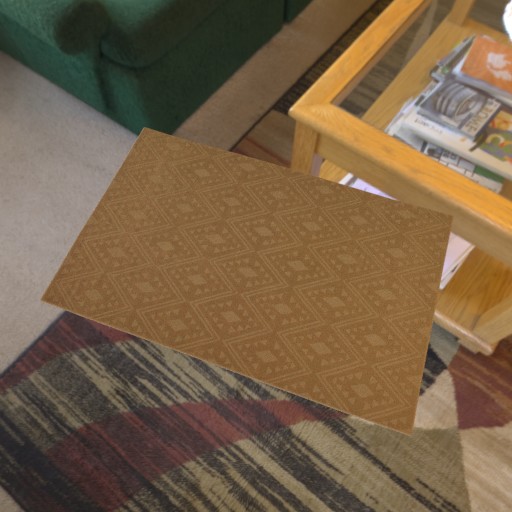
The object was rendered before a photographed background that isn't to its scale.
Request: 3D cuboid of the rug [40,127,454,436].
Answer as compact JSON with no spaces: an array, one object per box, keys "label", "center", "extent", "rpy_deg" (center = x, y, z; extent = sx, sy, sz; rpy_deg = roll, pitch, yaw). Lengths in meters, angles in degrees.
[{"label":"rug","center":[0.000,0.000,3.017],"extent":[2.430,0.053,1.553],"rpy_deg":[18,66,8]}]
